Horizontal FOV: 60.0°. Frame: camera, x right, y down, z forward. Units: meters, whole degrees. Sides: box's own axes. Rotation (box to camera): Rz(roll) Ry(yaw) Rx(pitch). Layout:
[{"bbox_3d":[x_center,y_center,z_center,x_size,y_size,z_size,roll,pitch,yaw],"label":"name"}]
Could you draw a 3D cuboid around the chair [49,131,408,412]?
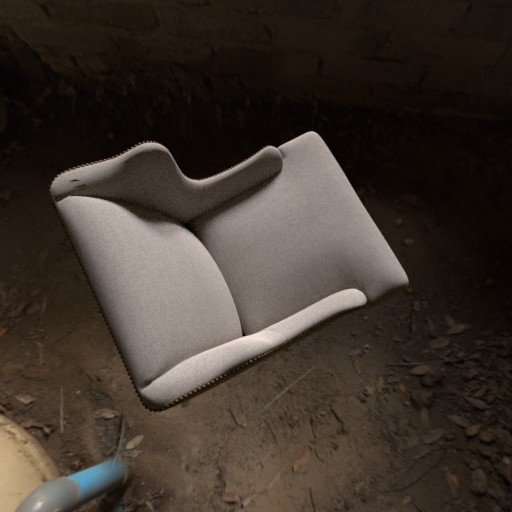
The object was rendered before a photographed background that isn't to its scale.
[{"bbox_3d":[0.000,0.000,1.638,0.940,1.029,0.737,-27,78,-6],"label":"chair"}]
